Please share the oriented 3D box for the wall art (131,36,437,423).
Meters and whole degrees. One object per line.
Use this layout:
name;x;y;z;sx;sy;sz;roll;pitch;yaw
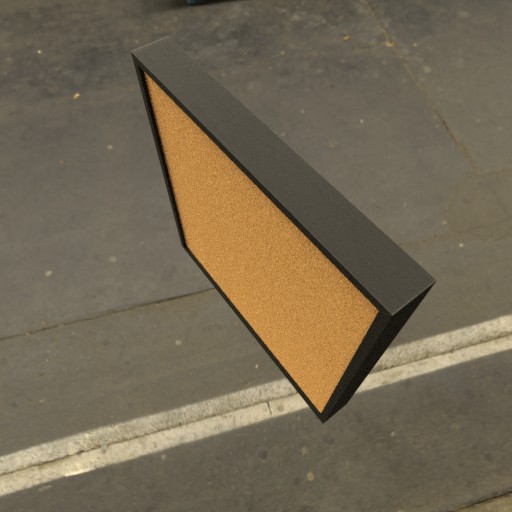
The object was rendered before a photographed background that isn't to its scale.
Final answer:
wall art;0.000;0.000;0.449;0.037;0.305;0.305;-33;64;-18
